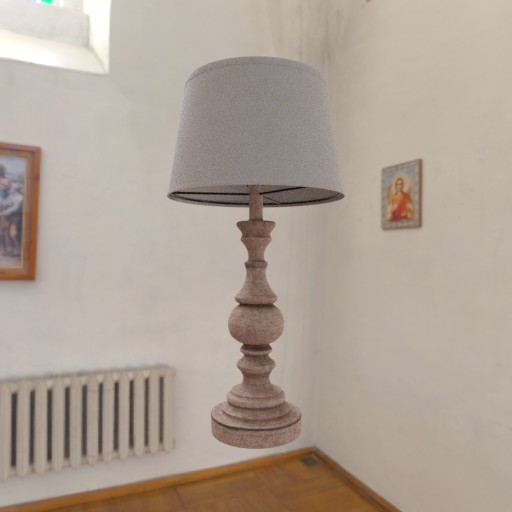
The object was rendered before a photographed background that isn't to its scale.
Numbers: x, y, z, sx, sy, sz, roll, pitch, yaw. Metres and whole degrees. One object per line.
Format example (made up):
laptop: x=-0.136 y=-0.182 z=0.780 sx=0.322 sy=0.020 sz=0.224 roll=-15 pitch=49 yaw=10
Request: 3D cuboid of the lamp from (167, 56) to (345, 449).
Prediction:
lamp: x=0.000 y=0.000 z=0.864 sx=0.340 sy=0.678 sz=0.340 roll=0 pitch=0 yaw=0
